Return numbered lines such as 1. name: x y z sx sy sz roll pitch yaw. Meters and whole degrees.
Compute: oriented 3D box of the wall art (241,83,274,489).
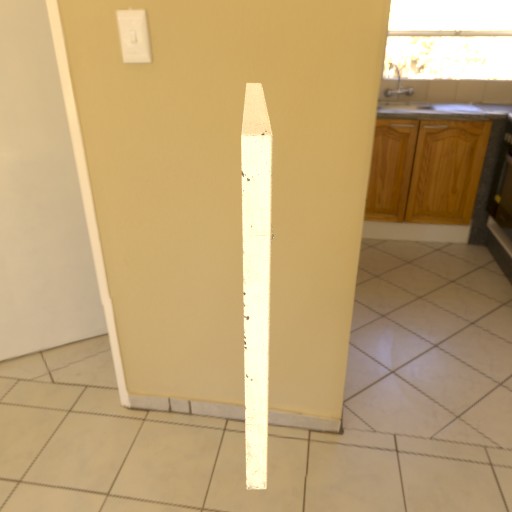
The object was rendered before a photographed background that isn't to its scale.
1. wall art: 0.000 0.000 0.910 0.040 0.611 0.610 0 26 -1
